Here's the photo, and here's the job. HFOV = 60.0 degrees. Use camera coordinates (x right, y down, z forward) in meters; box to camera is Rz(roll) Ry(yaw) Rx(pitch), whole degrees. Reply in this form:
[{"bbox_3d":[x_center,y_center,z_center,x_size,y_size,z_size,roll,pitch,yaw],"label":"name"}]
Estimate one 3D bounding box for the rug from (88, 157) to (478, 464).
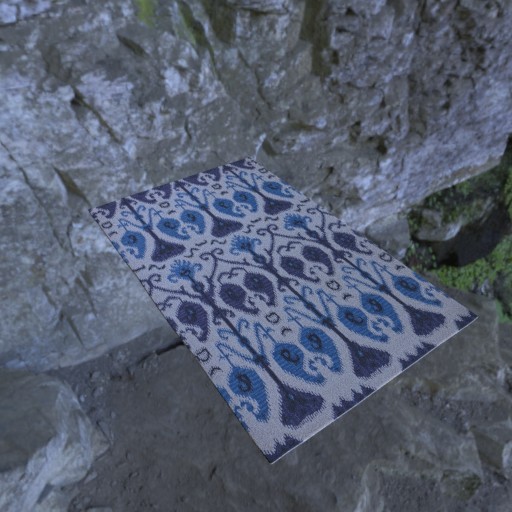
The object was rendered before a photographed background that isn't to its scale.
[{"bbox_3d":[0.000,0.000,2.133,1.072,0.013,1.698,-24,46,-26],"label":"rug"}]
